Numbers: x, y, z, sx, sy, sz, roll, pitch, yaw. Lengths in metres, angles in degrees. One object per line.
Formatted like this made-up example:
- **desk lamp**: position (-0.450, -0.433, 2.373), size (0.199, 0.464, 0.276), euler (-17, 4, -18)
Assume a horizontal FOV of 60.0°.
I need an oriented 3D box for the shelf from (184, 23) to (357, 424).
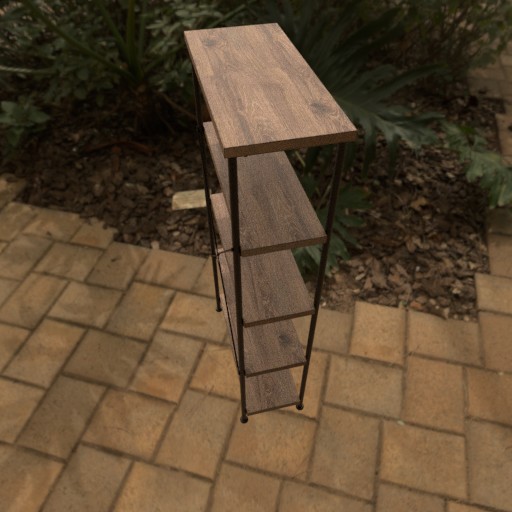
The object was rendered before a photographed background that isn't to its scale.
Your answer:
- **shelf**: position (0.000, 0.000, 2.027), size (0.360, 1.700, 0.800), euler (-10, 47, -9)
